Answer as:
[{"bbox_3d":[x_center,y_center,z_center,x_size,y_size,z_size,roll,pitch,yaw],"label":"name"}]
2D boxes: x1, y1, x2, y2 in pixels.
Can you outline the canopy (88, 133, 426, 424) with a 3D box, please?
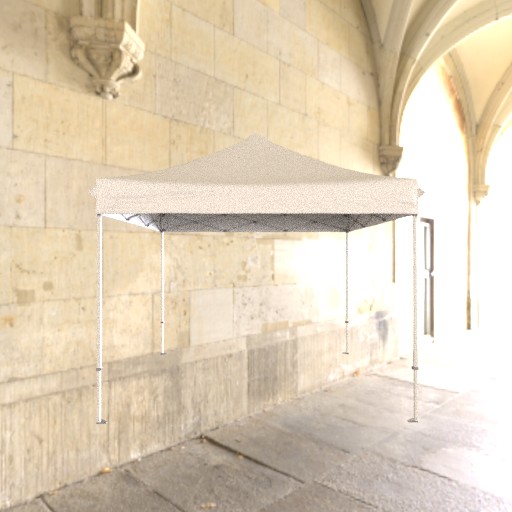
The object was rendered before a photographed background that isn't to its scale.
[{"bbox_3d":[0.000,0.000,5.414,2.994,2.998,2.996,0,0,-1],"label":"canopy"}]
